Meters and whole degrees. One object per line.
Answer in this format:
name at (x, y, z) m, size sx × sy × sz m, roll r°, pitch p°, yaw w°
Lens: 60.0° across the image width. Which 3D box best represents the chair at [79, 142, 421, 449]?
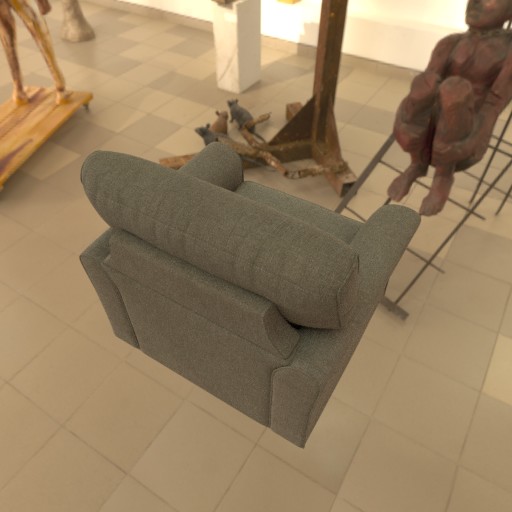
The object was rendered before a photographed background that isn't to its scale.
chair at (0.000, 0.000, 1.631) m, size 0.941 × 0.890 × 0.816 m, roll 24°, pitch 51°, yaw 21°
